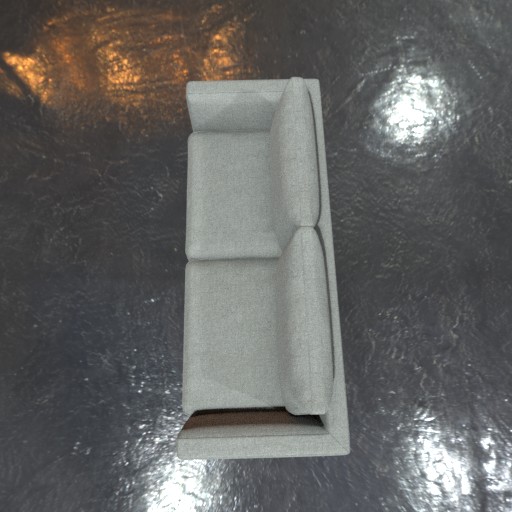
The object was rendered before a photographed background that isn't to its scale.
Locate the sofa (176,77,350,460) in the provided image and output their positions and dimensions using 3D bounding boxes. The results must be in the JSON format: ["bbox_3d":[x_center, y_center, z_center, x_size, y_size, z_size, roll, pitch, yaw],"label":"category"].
[{"bbox_3d":[0.000,0.000,2.709,0.869,1.002,2.212,-1,72,0],"label":"sofa"}]
